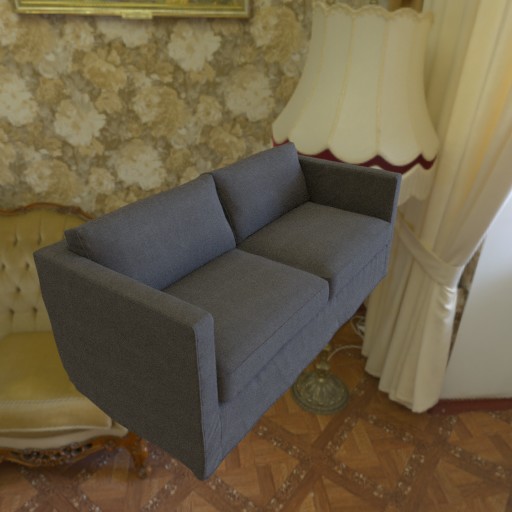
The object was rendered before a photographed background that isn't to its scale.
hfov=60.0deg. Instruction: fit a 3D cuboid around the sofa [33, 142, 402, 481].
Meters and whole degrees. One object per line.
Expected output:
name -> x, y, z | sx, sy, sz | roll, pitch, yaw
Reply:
sofa -> 0.000, 0.000, 2.449 | 0.953, 0.855, 1.982 | 18, 33, 31
